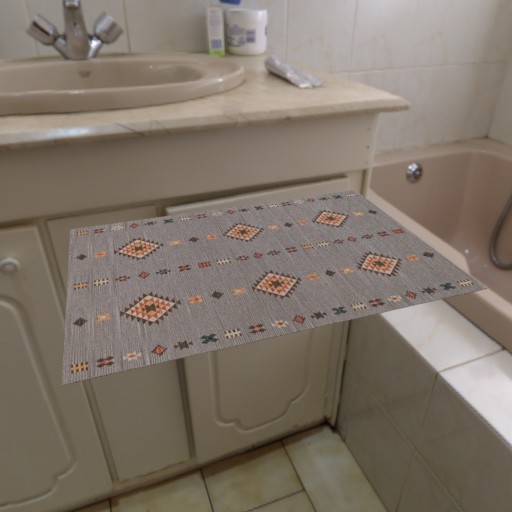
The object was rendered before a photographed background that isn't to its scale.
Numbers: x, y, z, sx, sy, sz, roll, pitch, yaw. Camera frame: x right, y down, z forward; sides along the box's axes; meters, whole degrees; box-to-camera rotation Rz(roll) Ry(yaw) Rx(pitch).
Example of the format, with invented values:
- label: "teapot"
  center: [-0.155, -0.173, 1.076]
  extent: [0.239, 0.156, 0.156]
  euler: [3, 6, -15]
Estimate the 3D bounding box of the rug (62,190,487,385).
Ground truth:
- label: "rug"
  center: [0.000, 0.000, 2.269]
  extent: [1.818, 0.005, 1.217]
  euler: [-10, 32, -16]
